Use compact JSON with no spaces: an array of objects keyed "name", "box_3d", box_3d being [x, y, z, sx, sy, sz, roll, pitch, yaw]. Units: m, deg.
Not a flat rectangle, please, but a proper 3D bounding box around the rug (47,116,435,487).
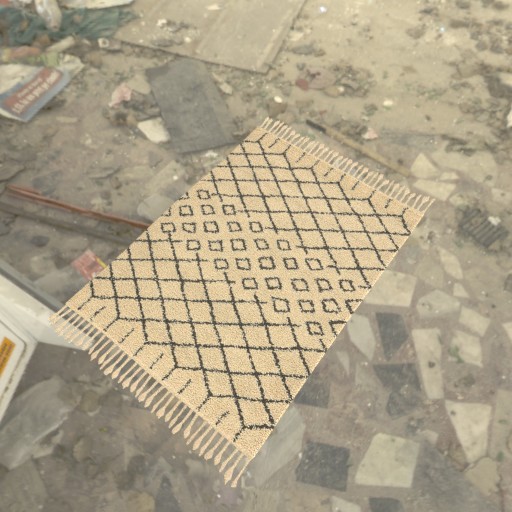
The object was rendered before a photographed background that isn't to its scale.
[{"name":"rug","box_3d":[0.000,0.000,3.281,1.664,0.029,2.615,33,64,19]}]
